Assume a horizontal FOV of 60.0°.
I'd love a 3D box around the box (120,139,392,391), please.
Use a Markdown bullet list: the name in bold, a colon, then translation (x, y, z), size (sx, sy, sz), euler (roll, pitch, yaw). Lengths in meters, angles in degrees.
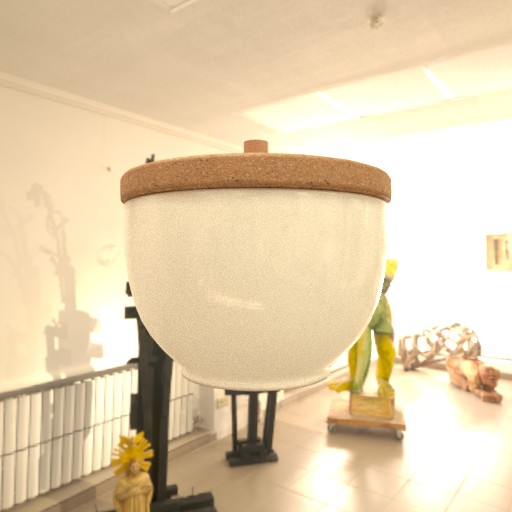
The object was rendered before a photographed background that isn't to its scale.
- **box**: translation (0.000, 0.000, 0.183), size (0.107, 0.094, 0.107), euler (0, 0, 0)
